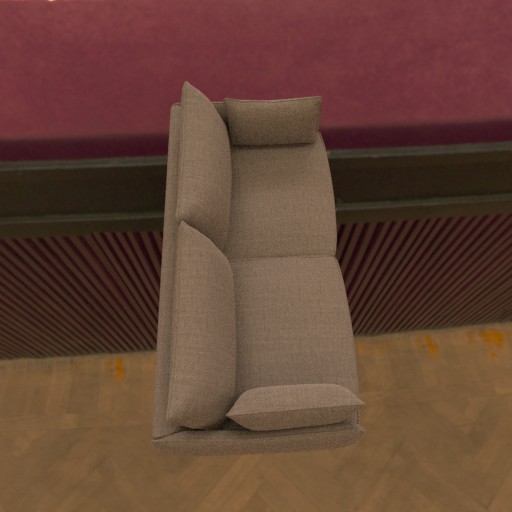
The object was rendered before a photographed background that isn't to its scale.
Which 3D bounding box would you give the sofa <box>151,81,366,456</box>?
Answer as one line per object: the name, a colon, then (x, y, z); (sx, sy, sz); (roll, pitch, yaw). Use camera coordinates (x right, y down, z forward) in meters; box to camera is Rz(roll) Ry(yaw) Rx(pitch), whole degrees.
sofa: (0.000, 0.000, 2.444); (0.972, 0.851, 1.989); (-2, 64, -1)
